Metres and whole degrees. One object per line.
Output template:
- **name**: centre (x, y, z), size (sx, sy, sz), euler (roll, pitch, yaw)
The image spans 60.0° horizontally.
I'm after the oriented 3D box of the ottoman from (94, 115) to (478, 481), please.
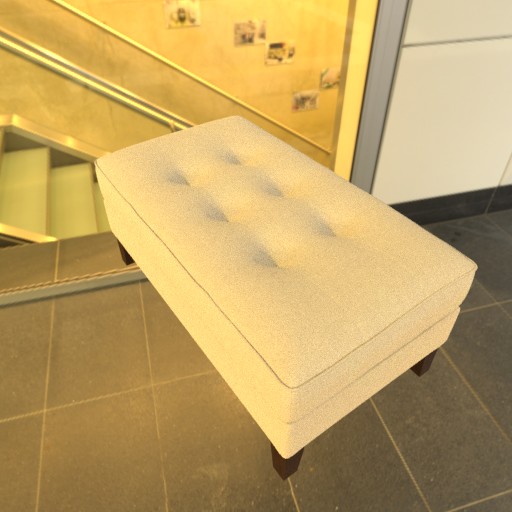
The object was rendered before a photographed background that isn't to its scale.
- **ottoman**: centre (0.000, 0.000, 1.477), size (0.648, 0.508, 1.143), euler (-25, 47, -26)
